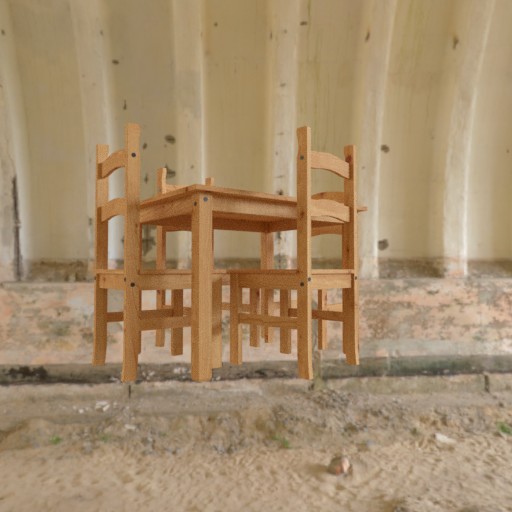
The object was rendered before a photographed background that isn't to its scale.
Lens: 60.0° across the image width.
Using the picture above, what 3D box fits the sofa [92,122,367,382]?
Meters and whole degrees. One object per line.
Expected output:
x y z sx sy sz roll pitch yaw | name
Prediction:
0.000 0.000 2.298 1.529 1.000 1.144 1 -2 -37 | sofa
